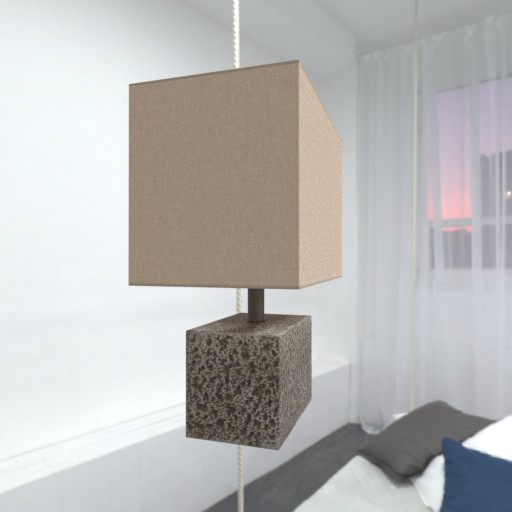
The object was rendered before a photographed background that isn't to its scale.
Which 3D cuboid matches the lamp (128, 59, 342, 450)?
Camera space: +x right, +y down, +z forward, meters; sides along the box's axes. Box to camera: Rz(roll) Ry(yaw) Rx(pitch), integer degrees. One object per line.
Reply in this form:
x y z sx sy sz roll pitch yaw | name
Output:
0.000 0.000 0.568 0.180 0.411 0.294 0 0 18 | lamp
